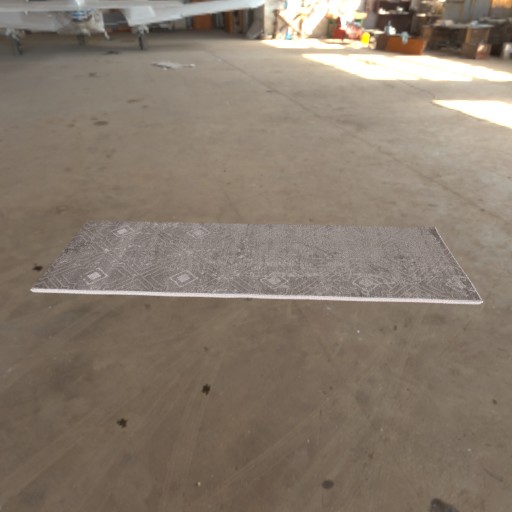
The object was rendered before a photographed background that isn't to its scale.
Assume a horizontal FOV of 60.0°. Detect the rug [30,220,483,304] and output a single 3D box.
[{"bbox_3d":[0.000,0.000,2.676,2.381,0.035,0.832,1,31,2],"label":"rug"}]
